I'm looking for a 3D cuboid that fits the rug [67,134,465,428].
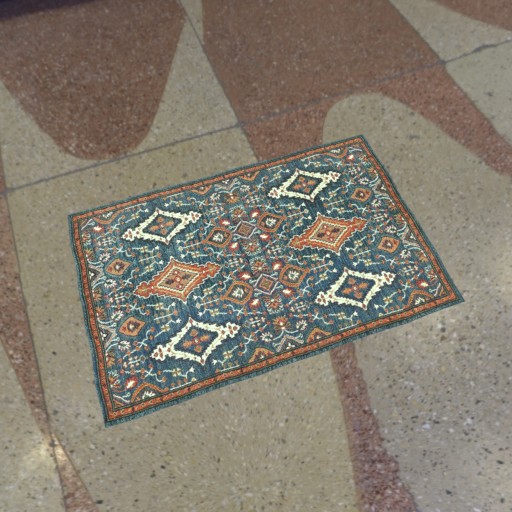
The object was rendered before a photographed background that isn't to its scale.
[{"bbox_3d":[0.000,0.000,4.311,3.371,0.008,2.190,-17,63,-9],"label":"rug"}]
